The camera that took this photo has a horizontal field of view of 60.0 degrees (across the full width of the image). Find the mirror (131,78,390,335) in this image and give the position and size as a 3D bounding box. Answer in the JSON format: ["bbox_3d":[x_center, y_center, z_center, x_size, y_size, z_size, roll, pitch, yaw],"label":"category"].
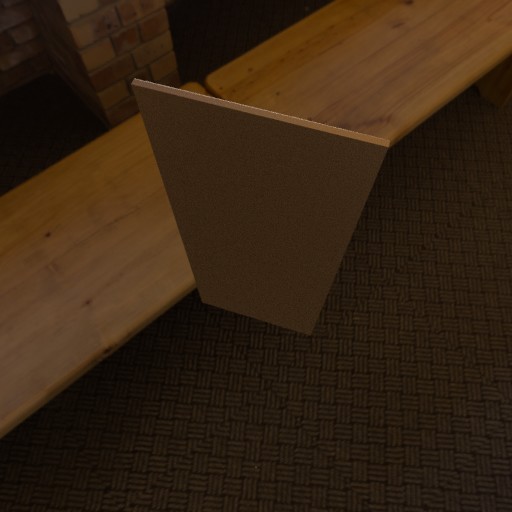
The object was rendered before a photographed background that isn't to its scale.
[{"bbox_3d":[0.000,0.000,2.255,0.812,2.031,0.025,16,66,8],"label":"mirror"}]
